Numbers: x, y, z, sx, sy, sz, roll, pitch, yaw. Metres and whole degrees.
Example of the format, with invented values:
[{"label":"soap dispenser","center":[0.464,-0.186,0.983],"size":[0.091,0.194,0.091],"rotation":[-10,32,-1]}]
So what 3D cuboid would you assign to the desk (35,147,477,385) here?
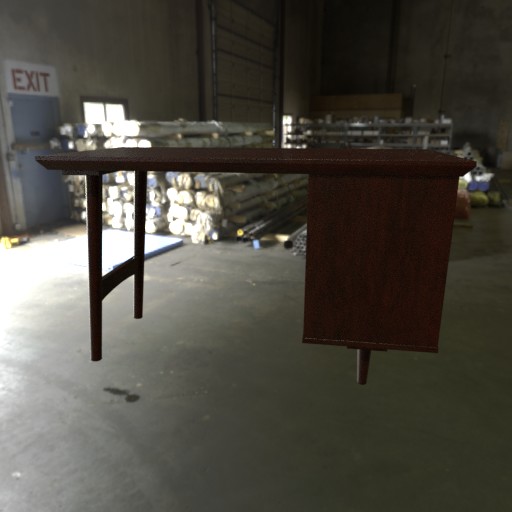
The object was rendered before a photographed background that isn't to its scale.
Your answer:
[{"label":"desk","center":[0.000,0.000,1.660],"size":[1.277,0.758,0.612],"rotation":[3,17,9]}]
